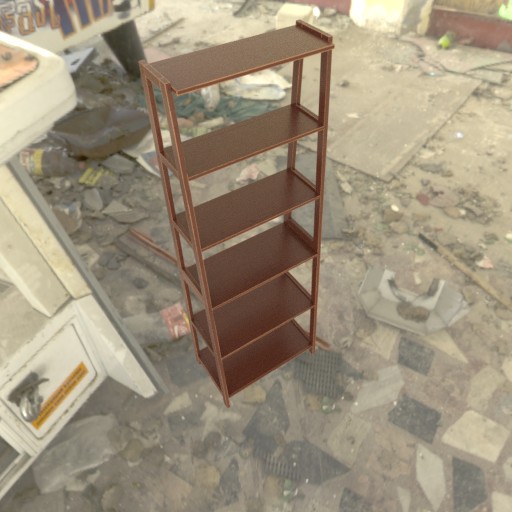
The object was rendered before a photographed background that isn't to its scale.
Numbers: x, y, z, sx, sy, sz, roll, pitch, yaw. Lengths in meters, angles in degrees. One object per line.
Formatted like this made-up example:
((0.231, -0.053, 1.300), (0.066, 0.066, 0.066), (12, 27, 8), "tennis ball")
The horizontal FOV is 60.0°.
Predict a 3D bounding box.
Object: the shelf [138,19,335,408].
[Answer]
((0.000, 0.000, 2.134), (0.660, 1.892, 0.381), (-26, 52, -22), "shelf")
